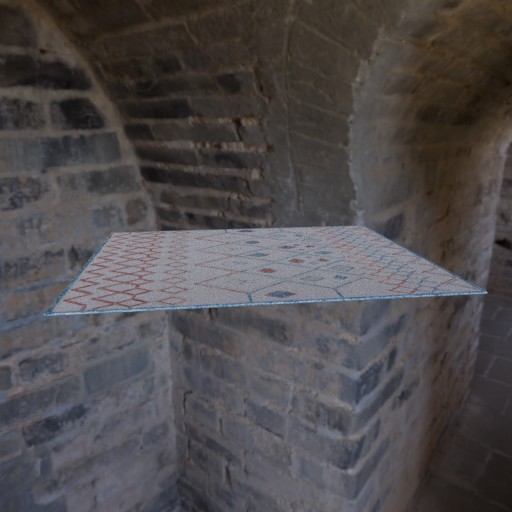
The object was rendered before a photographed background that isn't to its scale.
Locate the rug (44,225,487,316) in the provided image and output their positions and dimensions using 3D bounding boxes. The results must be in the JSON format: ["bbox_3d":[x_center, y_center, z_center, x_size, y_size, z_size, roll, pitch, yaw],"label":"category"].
[{"bbox_3d":[0.000,0.000,4.165,3.050,0.016,2.441,-2,16,-7],"label":"rug"}]
